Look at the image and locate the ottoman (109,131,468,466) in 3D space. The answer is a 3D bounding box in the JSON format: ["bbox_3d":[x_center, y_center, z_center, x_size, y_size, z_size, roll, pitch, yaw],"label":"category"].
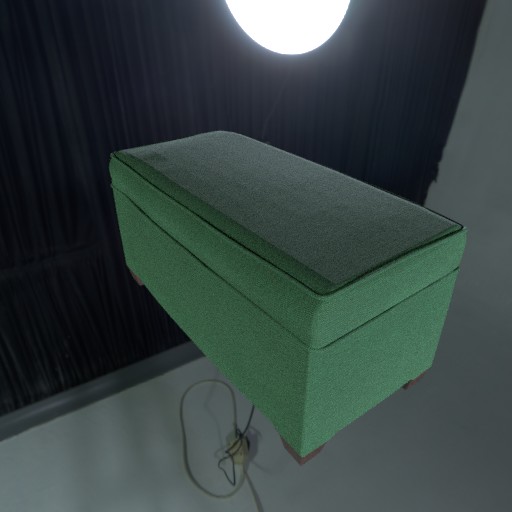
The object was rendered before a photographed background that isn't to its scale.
[{"bbox_3d":[0.000,0.000,1.233,0.483,0.471,0.957,-21,37,-30],"label":"ottoman"}]
